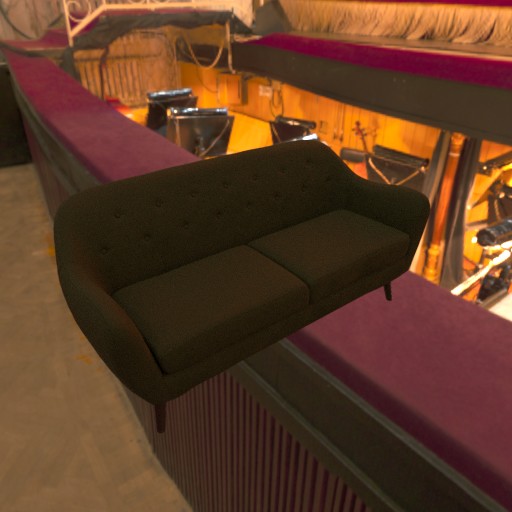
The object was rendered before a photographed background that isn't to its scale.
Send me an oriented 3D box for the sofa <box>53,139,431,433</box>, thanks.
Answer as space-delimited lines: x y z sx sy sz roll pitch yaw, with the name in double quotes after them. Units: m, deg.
0.000 0.000 2.267 1.840 0.836 0.820 -21 36 -32 "sofa"
